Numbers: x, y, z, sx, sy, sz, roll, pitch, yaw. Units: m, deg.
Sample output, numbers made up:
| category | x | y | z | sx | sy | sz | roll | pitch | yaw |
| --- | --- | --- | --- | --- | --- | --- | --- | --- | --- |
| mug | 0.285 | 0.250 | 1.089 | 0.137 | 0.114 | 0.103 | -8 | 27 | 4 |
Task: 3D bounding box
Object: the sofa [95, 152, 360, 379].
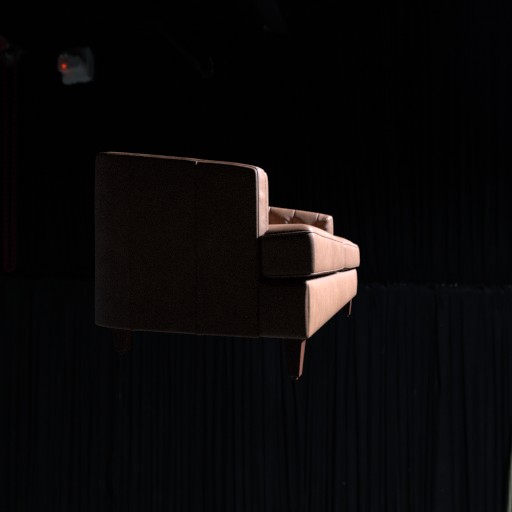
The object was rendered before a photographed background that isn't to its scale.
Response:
| category | x | y | z | sx | sy | sz | roll | pitch | yaw |
| --- | --- | --- | --- | --- | --- | --- | --- | --- | --- |
| sofa | 0.000 | 0.000 | 2.272 | 0.914 | 0.786 | 1.755 | 0 | 0 | 17 |
